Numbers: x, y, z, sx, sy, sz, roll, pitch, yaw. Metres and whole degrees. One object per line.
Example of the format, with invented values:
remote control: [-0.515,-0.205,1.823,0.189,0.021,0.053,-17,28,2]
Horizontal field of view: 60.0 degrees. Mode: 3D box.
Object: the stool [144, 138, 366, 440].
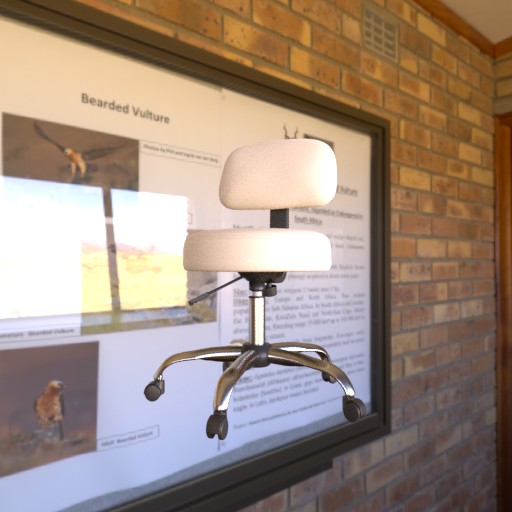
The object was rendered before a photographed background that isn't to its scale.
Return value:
stool: [0.000,0.000,1.248,0.609,0.810,0.616,0,-1,17]
